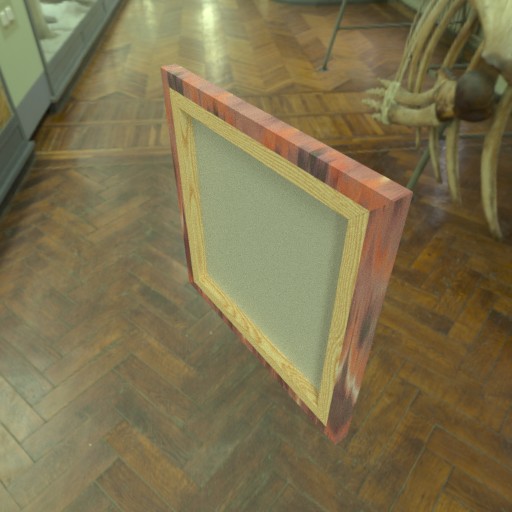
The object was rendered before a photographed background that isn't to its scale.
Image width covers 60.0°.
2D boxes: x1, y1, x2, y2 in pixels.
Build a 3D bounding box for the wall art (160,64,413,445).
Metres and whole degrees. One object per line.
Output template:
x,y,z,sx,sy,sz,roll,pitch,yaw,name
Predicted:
0.000,0.000,0.918,0.037,0.609,0.603,-26,47,-27,wall art
